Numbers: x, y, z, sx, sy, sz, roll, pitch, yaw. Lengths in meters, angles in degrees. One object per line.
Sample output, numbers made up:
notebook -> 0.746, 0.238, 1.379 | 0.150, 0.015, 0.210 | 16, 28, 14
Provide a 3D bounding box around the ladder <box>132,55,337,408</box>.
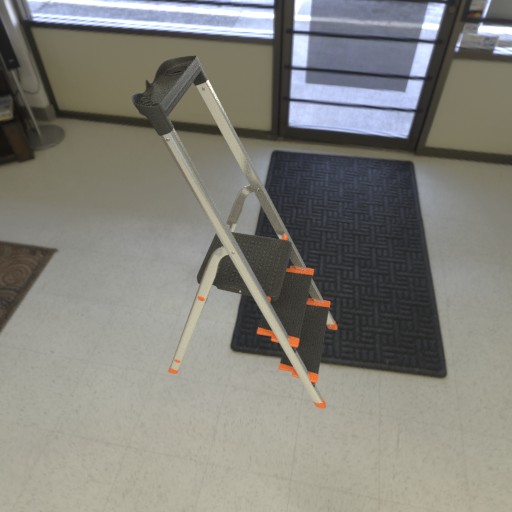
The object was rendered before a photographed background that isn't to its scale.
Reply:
ladder -> 0.000, 0.000, 1.552 | 0.686, 1.229, 0.416 | 10, 48, 9
